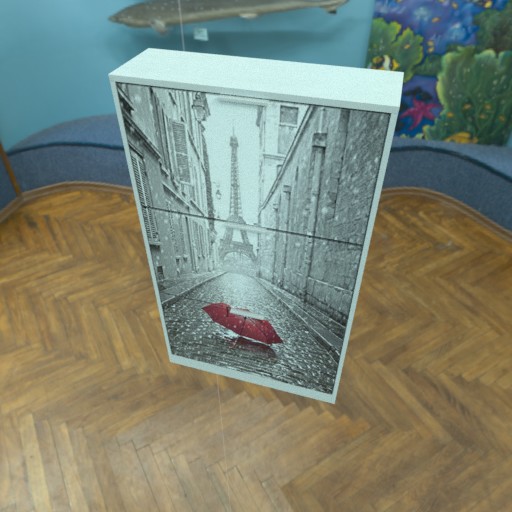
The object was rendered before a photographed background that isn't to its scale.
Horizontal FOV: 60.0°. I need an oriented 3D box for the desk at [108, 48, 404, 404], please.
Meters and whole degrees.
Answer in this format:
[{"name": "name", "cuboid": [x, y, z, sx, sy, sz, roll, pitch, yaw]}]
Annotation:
[{"name": "desk", "cuboid": [0.000, 0.000, 1.595, 0.750, 1.280, 0.250, 11, 42, 12]}]
